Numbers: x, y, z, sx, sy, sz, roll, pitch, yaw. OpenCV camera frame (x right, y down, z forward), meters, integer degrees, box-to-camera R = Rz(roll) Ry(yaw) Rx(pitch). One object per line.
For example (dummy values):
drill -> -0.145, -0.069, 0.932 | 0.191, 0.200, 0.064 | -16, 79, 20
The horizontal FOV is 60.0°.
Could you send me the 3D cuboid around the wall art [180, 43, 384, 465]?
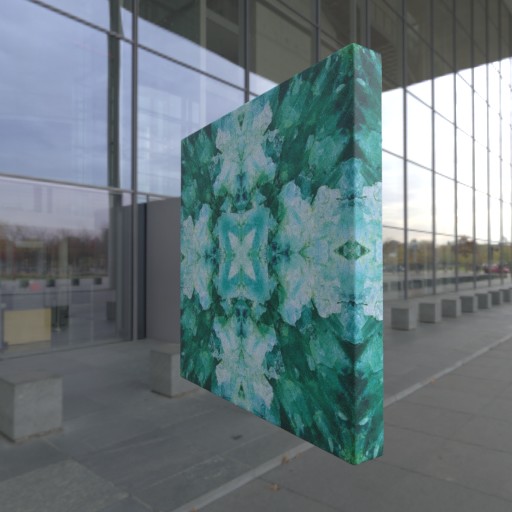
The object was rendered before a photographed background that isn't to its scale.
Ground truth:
wall art -> 0.000, 0.000, 0.465 | 0.033, 0.313, 0.313 | 1, -1, -34
